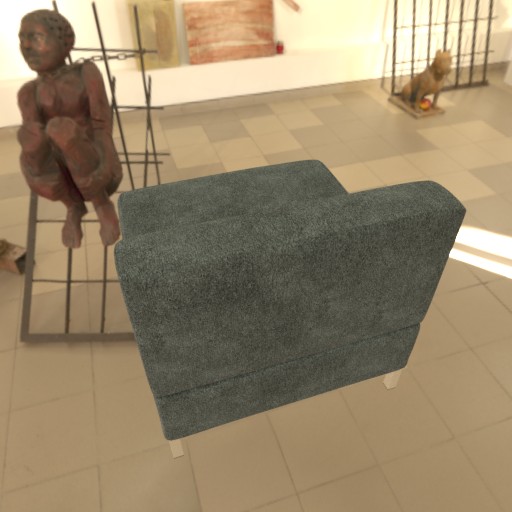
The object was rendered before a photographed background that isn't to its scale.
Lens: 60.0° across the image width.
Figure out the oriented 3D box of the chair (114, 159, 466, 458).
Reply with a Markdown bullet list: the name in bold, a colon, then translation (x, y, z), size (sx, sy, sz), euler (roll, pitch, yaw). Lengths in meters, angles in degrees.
- **chair**: translation (0.000, 0.000, 1.219), size (0.680, 0.660, 0.680), euler (-13, 43, -14)
